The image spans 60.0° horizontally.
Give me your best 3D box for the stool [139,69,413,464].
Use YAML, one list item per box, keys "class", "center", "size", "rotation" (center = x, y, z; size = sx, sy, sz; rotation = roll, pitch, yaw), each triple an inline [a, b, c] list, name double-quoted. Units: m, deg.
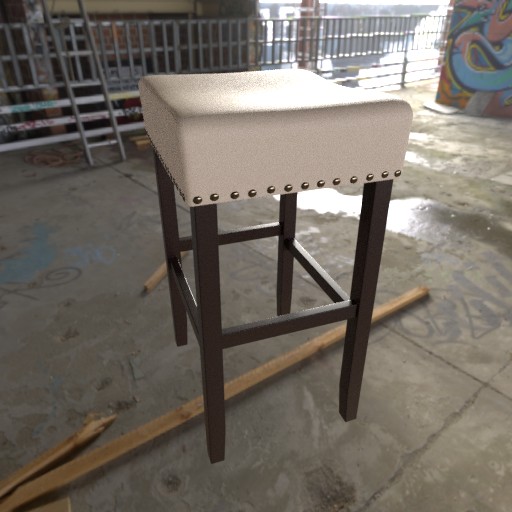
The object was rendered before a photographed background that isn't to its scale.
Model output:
- class: "stool"
  center: [0.000, 0.000, 1.043]
  size: [0.401, 0.762, 0.471]
  rotation: [-10, 31, -17]
